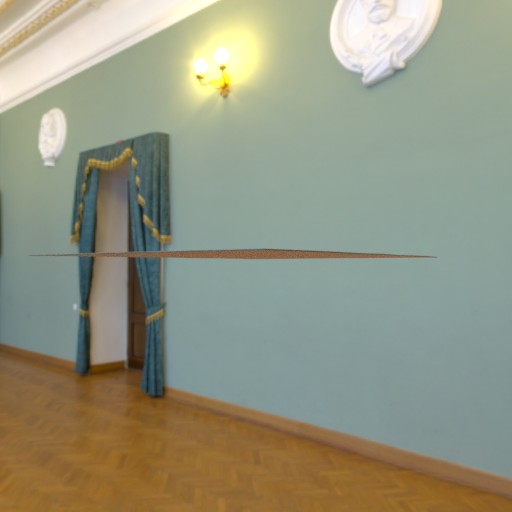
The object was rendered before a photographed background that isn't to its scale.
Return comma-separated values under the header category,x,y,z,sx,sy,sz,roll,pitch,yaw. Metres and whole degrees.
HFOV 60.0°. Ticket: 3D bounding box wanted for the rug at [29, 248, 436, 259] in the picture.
category,x,y,z,sx,sy,sz,roll,pitch,yaw
rug,0.000,0.000,4.115,2.438,0.013,3.048,-1,-1,37
